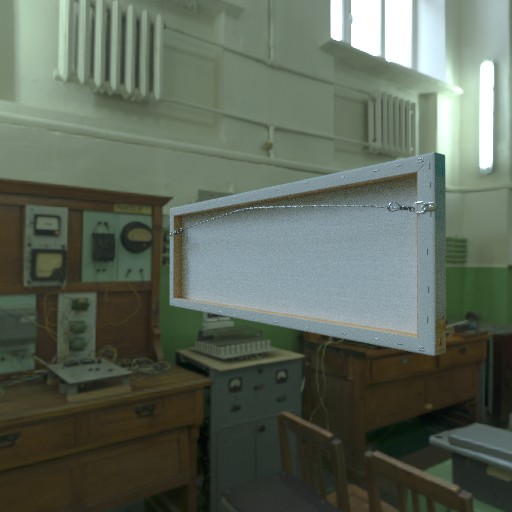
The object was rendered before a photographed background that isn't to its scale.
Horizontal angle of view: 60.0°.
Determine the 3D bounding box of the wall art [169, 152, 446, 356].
[{"bbox_3d":[0.000,0.000,0.853,0.044,0.254,0.759,0,-1,-36],"label":"wall art"}]
